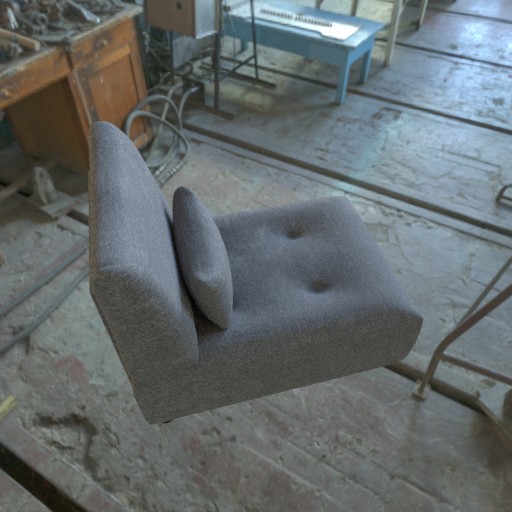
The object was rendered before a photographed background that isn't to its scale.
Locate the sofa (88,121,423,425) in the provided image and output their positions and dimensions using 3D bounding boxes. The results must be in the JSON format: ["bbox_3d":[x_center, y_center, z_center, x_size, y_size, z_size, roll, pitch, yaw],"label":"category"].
[{"bbox_3d":[0.000,0.000,1.565,1.000,0.820,0.700,-11,48,-10],"label":"sofa"}]
